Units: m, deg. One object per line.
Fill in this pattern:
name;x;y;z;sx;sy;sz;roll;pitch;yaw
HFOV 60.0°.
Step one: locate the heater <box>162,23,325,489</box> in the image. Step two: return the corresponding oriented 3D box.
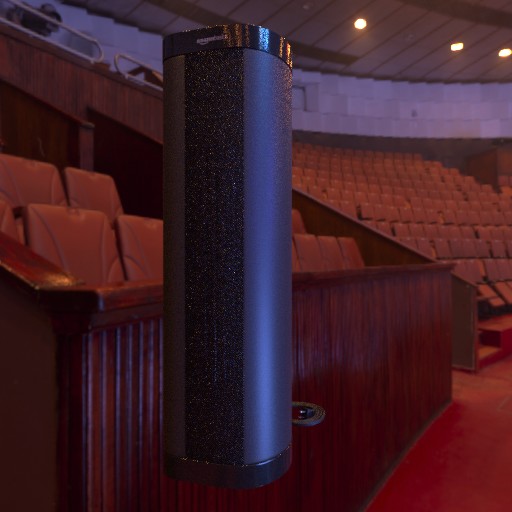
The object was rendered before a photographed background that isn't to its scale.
heater;0.000;0.000;0.676;0.174;0.552;0.312;0;0;19
